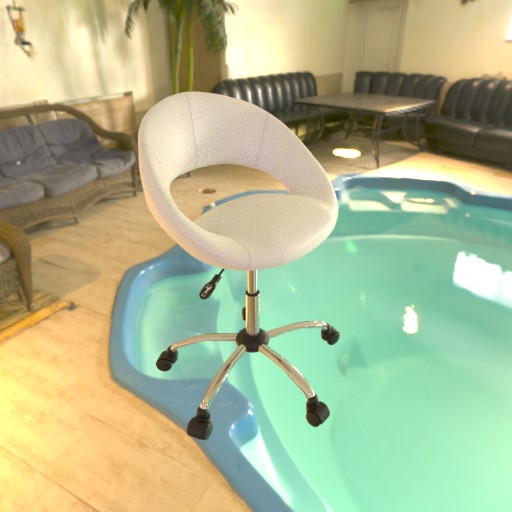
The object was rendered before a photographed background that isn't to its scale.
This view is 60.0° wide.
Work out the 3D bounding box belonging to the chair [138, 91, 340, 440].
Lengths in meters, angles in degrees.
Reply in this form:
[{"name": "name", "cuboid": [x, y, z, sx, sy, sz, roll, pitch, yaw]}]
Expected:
[{"name": "chair", "cuboid": [0.000, 0.000, 1.175, 0.538, 0.791, 0.612, 18, 31, 32]}]
